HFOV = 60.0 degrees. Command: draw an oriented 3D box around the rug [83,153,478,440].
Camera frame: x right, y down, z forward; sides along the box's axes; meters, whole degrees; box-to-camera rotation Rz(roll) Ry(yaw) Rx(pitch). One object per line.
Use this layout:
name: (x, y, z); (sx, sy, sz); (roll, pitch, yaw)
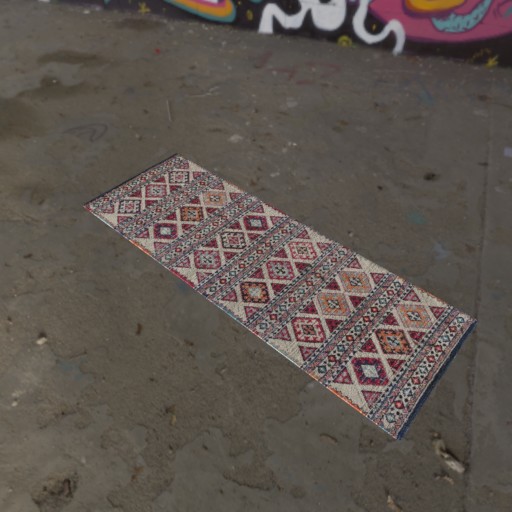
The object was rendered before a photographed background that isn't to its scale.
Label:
rug: (0.000, 0.000, 2.632); (2.362, 0.008, 0.832); (32, 54, 27)
